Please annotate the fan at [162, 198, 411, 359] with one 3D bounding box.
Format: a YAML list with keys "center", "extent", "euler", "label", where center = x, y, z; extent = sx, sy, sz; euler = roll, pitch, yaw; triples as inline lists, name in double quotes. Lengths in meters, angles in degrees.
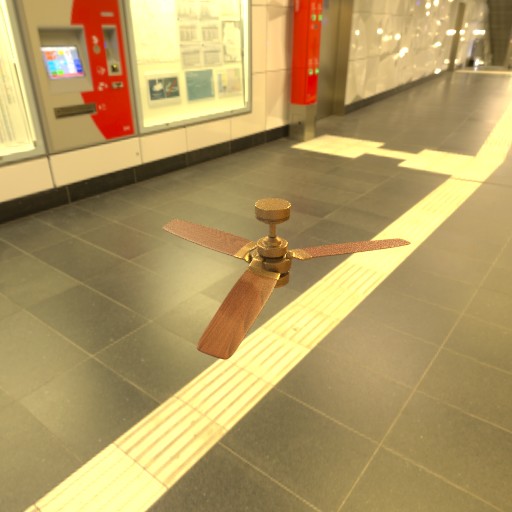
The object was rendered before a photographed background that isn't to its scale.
- center: [0.000, 0.000, 2.109]
  extent: [1.416, 0.425, 1.271]
  euler: [9, 28, 16]
  label: "fan"
